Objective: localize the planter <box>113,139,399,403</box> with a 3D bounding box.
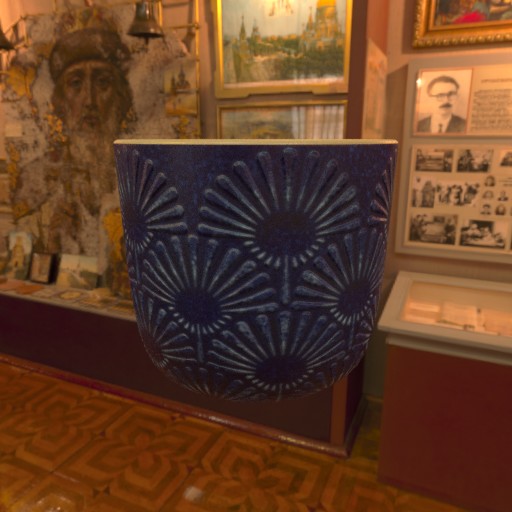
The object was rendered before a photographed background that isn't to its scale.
[{"bbox_3d":[0.000,0.000,0.215,0.124,0.109,0.124,0,15,0],"label":"planter"}]
